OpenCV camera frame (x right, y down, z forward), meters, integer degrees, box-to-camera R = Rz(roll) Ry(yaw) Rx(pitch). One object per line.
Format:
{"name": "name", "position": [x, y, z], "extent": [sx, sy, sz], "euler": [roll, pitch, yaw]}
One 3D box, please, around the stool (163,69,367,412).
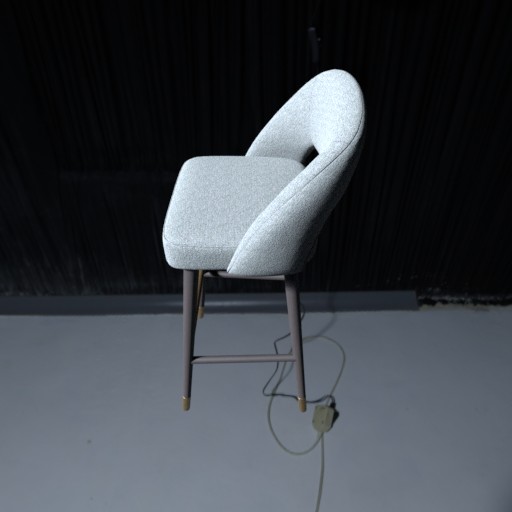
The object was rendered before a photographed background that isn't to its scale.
{"name": "stool", "position": [0.000, 0.000, 1.421], "extent": [0.524, 1.089, 0.536], "euler": [1, 41, 1]}
